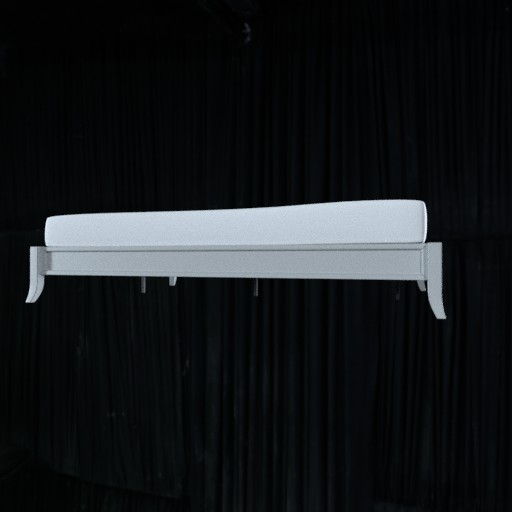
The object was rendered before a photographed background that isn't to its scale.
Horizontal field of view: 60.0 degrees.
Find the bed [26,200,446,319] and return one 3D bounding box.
[{"bbox_3d":[0.000,0.000,2.841,2.108,0.510,1.604,0,0,18],"label":"bed"}]
